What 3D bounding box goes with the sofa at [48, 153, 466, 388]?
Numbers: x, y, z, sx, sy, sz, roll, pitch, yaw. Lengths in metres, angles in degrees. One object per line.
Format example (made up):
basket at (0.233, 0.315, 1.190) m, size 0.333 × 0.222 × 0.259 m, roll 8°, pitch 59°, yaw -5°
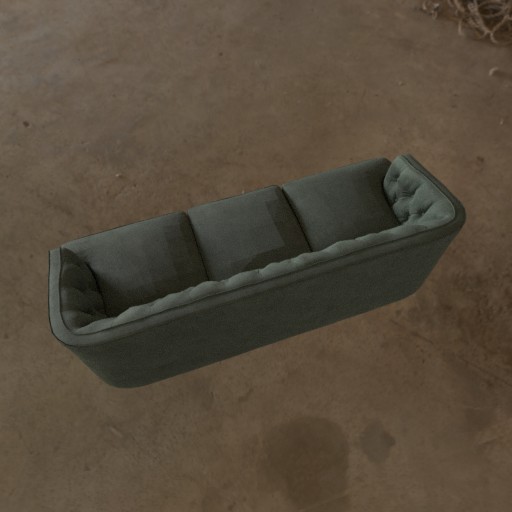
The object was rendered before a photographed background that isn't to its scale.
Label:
sofa at (0.000, 0.000, 2.730) m, size 2.278 × 0.855 × 0.941 m, roll -17°, pitch 60°, yaw -10°
